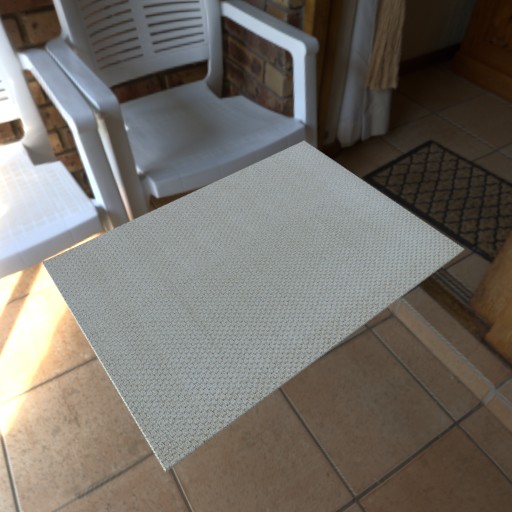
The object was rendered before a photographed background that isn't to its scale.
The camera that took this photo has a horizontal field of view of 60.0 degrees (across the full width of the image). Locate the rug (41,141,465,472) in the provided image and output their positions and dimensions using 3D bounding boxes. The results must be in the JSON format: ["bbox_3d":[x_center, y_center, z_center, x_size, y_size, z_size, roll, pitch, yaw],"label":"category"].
[{"bbox_3d":[0.000,0.000,2.745,2.144,0.013,1.509,-30,54,-24],"label":"rug"}]
